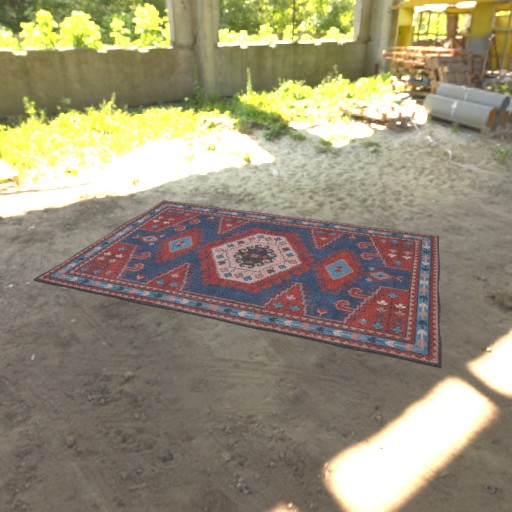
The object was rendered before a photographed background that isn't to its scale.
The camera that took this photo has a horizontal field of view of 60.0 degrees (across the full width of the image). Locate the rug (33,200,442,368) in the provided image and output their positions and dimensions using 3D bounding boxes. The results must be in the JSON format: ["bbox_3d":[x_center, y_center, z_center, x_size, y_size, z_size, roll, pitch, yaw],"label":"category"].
[{"bbox_3d":[0.000,0.000,2.331,1.820,0.012,1.207,9,28,18],"label":"rug"}]
